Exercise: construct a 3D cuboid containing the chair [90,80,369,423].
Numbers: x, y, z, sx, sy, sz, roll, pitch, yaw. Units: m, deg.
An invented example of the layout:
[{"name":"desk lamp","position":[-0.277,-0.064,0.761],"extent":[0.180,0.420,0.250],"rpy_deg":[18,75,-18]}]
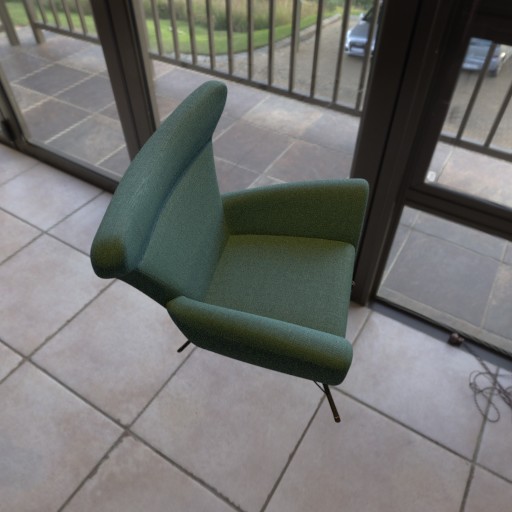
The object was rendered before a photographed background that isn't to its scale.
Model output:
[{"name":"chair","position":[0.000,0.000,1.799],"extent":[0.900,0.980,1.050],"rpy_deg":[10,48,9]}]
